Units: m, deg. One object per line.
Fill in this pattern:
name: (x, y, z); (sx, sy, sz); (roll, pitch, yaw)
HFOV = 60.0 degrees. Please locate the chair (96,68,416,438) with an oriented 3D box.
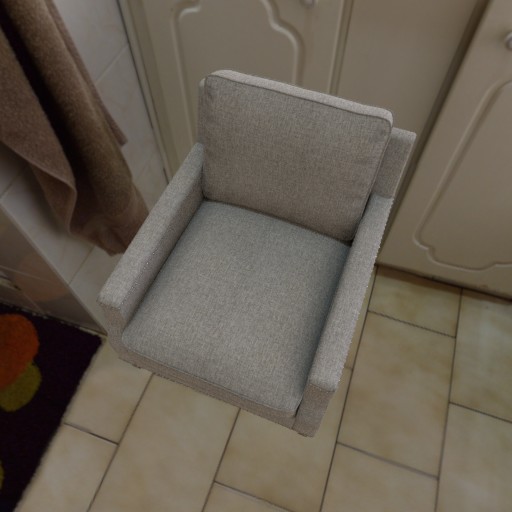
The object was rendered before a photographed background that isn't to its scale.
chair: (0.000, 0.000, 1.698); (0.853, 0.943, 1.014); (19, 60, 11)
